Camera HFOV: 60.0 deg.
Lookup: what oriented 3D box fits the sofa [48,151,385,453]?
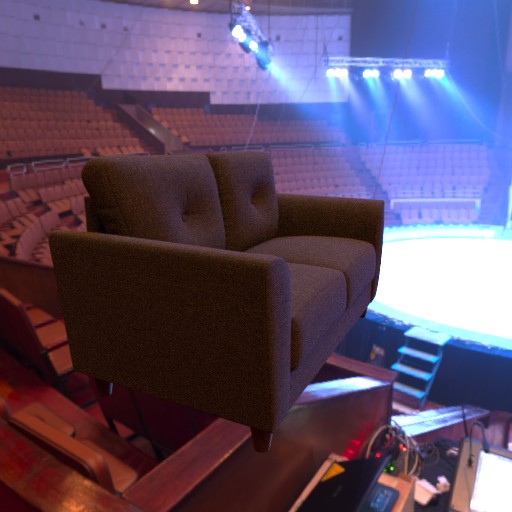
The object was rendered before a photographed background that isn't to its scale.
[{"bbox_3d":[0.000,0.000,1.950,0.851,0.885,1.423,7,16,26],"label":"sofa"}]
